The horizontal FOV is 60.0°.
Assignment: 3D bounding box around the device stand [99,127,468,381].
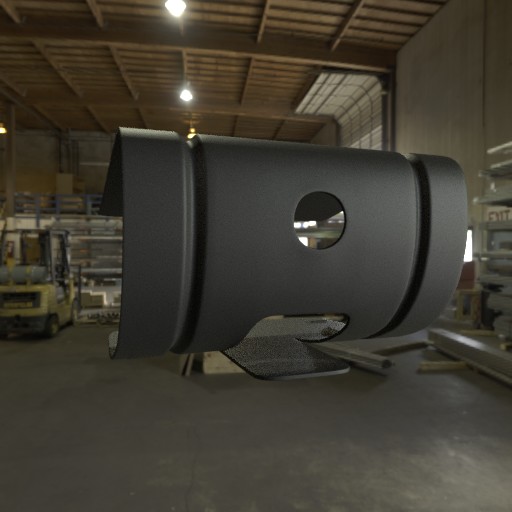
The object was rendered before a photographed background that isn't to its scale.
[{"bbox_3d":[0.000,0.000,0.385,0.256,0.155,0.236,0,1,-20],"label":"device stand"}]
